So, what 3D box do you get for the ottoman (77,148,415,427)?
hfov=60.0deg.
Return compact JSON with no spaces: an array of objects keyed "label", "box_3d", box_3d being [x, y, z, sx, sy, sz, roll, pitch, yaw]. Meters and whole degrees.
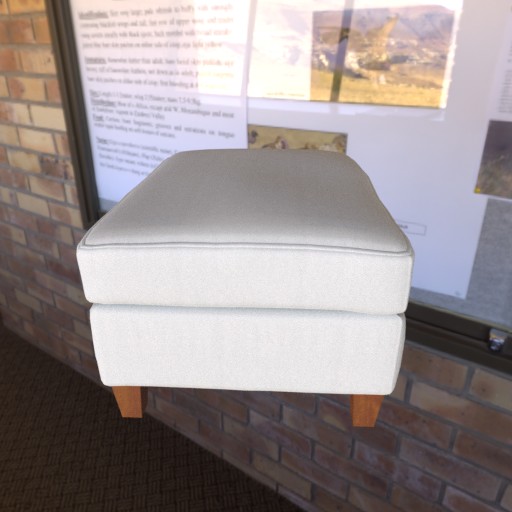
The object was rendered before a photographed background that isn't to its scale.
[{"label":"ottoman","box_3d":[0.000,0.000,1.220,0.634,0.496,0.818,1,25,3]}]
